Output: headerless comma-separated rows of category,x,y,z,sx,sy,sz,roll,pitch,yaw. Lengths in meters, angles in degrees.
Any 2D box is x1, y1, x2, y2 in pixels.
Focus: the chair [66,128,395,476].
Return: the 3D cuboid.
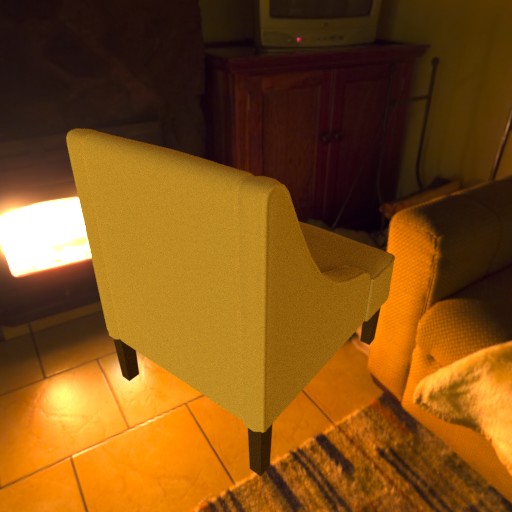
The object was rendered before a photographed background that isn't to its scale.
chair,0.000,0.000,1.475,0.689,0.886,0.806,22,37,32
